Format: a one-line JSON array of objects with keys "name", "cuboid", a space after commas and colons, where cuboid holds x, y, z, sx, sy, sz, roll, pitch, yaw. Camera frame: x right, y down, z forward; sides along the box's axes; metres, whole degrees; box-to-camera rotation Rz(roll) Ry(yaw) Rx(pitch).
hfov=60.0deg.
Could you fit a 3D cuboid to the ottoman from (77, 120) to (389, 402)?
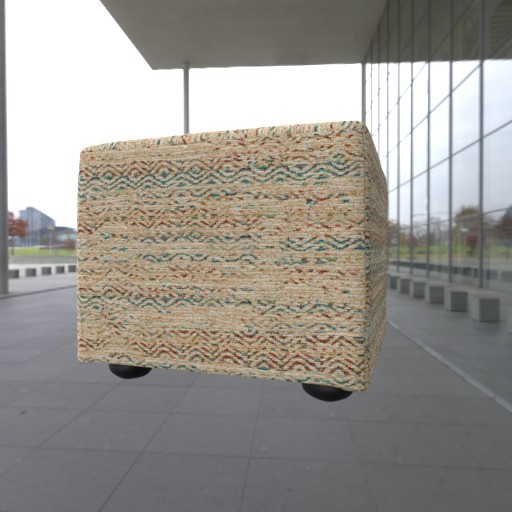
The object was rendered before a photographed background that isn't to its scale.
[{"name": "ottoman", "cuboid": [0.000, 0.000, 0.944, 0.521, 0.453, 0.512, 0, 1, 19]}]
